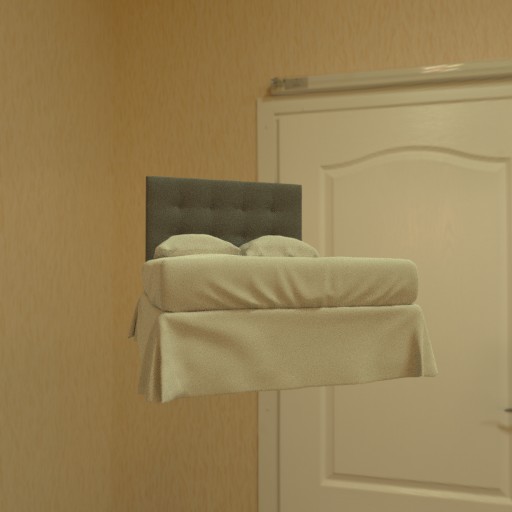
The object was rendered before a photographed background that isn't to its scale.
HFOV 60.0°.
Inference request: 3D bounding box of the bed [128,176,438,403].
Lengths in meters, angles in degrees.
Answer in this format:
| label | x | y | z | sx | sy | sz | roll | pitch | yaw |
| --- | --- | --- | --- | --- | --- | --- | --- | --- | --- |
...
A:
| label | x | y | z | sx | sy | sz | roll | pitch | yaw |
| --- | --- | --- | --- | --- | --- | --- | --- | --- | --- |
| bed | 0.000 | 0.000 | 3.568 | 1.936 | 1.577 | 2.222 | 0 | -1 | -17 |
